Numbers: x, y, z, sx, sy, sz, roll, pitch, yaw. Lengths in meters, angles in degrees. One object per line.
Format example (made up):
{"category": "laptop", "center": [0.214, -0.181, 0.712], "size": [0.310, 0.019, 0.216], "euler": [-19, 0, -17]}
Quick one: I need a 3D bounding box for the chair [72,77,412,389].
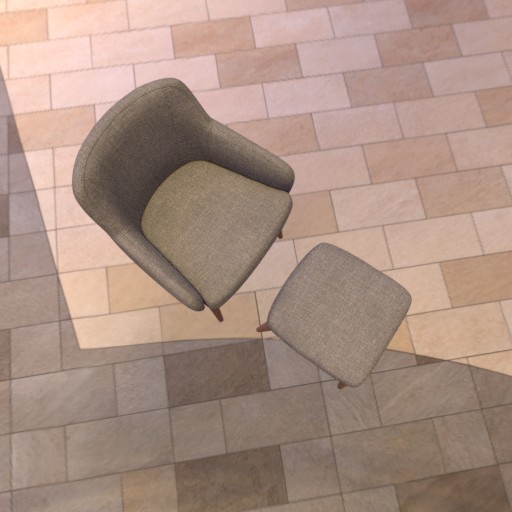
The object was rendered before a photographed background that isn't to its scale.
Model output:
{"category": "chair", "center": [0.000, 0.000, 1.583], "size": [1.107, 0.799, 0.584], "euler": [34, 77, 9]}
